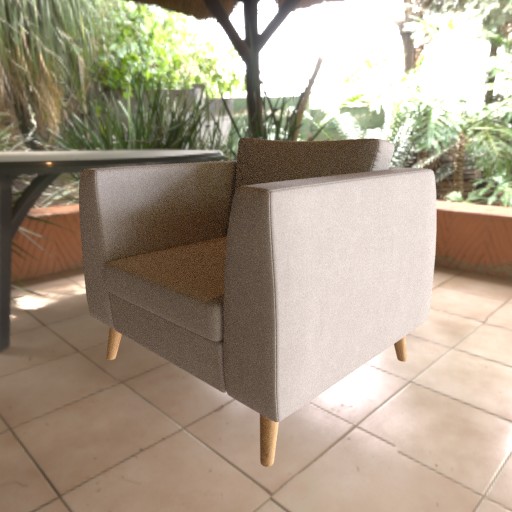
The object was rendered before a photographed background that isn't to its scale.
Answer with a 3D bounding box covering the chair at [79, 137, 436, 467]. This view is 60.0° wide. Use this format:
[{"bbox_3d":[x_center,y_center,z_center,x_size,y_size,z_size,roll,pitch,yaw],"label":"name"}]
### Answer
[{"bbox_3d":[0.000,0.000,1.673,1.000,0.860,0.930,14,21,42],"label":"chair"}]
